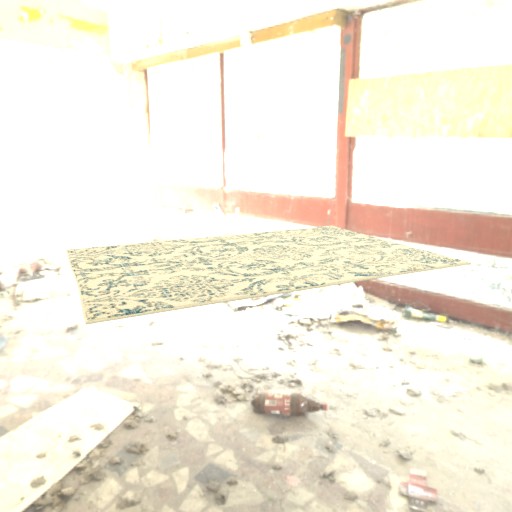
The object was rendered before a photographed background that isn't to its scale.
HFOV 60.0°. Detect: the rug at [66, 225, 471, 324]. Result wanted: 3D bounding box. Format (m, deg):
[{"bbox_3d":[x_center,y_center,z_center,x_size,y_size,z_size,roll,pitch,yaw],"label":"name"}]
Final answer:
[{"bbox_3d":[0.000,0.000,2.383,1.831,0.012,1.213,-6,15,-25],"label":"rug"}]
